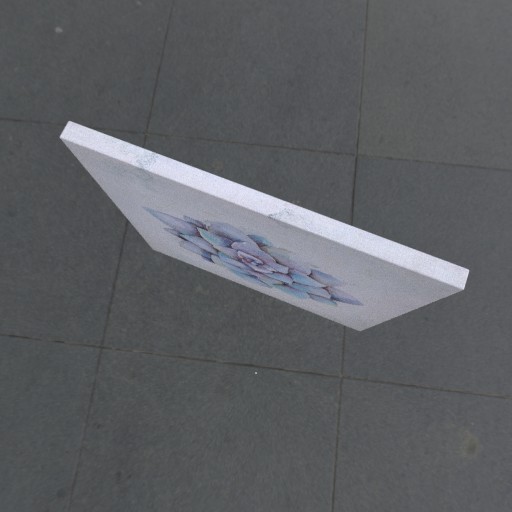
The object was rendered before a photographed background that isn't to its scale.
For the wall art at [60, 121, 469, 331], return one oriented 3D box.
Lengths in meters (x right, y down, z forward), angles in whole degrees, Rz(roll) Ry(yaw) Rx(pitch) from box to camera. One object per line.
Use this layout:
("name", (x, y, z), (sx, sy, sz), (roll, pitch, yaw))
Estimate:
("wall art", (0.000, 0.000, 1.147), (0.762, 0.762, 0.038), (21, 76, 5))
